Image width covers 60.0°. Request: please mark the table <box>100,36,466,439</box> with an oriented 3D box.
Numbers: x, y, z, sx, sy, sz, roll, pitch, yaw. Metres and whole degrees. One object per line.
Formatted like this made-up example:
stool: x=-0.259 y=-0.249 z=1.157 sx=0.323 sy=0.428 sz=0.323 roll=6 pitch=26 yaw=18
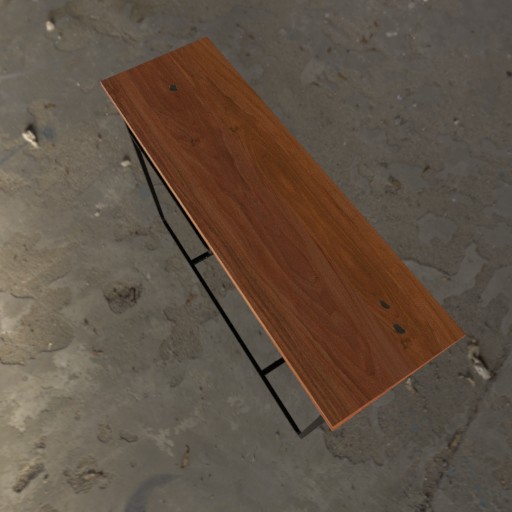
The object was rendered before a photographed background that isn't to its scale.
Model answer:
table: x=0.000 y=0.000 z=1.434 sx=0.350 sy=0.750 sz=1.100 roll=-30 pitch=68 yaw=-14
